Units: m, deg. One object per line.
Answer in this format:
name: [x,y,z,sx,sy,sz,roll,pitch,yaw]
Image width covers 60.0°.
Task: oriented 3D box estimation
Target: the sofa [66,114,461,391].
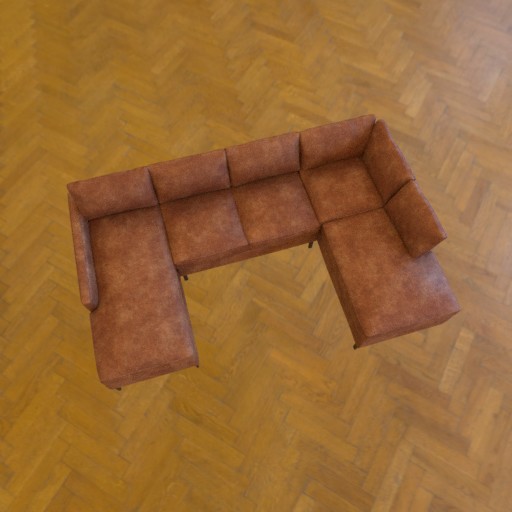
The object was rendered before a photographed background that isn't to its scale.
sofa: [0.000,0.000,3.878,2.956,0.900,1.939,-15,66,-7]
